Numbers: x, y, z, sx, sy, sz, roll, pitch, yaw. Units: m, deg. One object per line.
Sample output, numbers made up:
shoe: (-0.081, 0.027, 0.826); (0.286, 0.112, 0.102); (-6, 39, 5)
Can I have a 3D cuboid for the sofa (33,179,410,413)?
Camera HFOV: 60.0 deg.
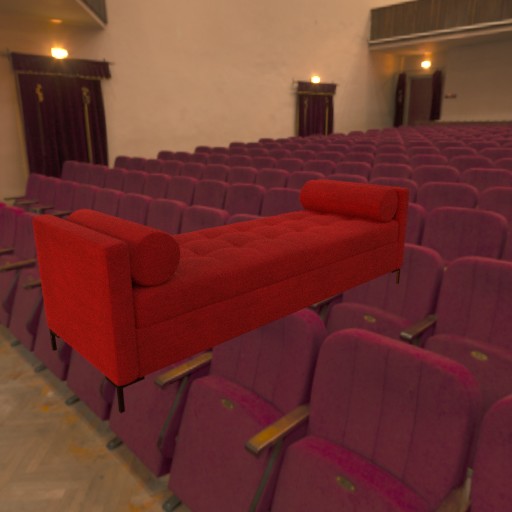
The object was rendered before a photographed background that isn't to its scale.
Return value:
sofa: (0.000, 0.000, 2.375); (1.981, 0.635, 0.686); (-15, 22, -42)
